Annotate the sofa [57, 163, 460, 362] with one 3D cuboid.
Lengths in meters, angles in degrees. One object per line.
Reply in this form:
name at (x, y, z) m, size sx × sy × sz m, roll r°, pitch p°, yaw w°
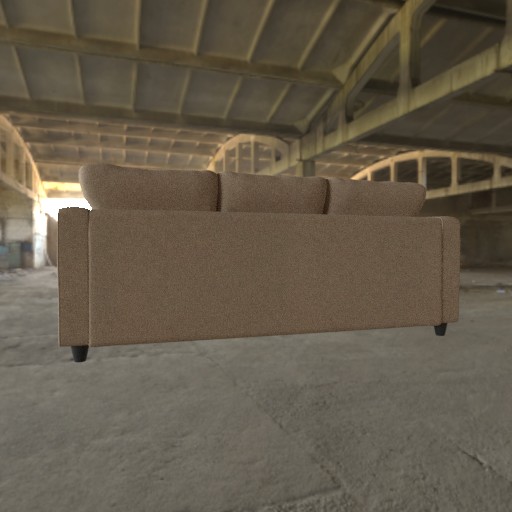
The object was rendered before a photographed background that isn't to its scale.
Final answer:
sofa at (0.000, 0.000, 2.369) m, size 1.855 × 0.800 × 0.930 m, roll 0°, pitch 1°, yaw -18°
